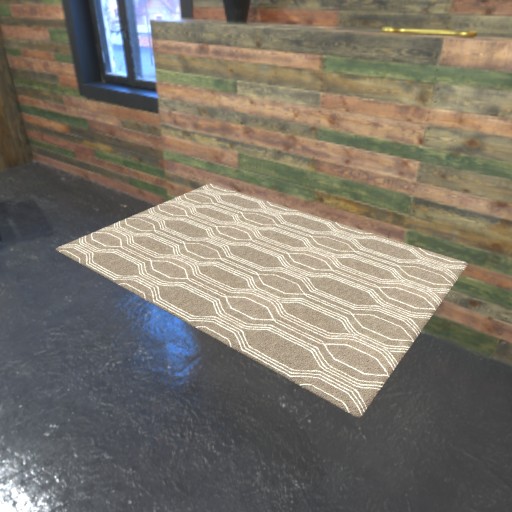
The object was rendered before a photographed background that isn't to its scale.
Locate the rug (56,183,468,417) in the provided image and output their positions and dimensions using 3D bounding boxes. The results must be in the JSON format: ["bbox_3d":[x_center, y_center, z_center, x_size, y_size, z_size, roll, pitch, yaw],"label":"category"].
[{"bbox_3d":[0.000,0.000,2.369,1.836,0.012,1.239,22,37,32],"label":"rug"}]
